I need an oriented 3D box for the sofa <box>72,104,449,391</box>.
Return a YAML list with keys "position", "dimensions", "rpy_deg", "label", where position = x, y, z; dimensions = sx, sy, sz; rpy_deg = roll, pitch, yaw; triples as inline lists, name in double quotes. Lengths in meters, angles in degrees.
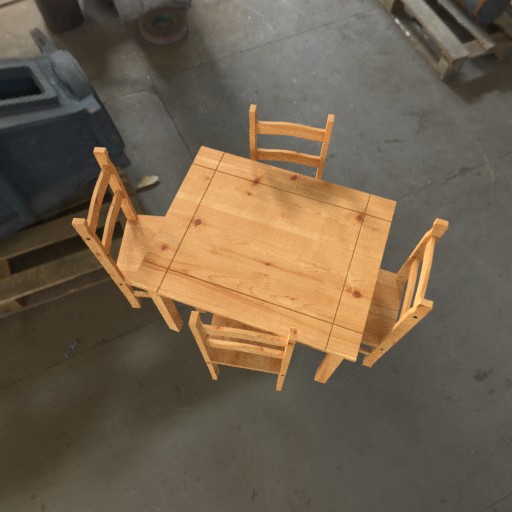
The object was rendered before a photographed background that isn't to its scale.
- position: [0.000, 0.000, 2.253]
  dimensions: [1.529, 1.000, 1.144]
  rpy_deg: [18, 65, 8]
  label: "sofa"
